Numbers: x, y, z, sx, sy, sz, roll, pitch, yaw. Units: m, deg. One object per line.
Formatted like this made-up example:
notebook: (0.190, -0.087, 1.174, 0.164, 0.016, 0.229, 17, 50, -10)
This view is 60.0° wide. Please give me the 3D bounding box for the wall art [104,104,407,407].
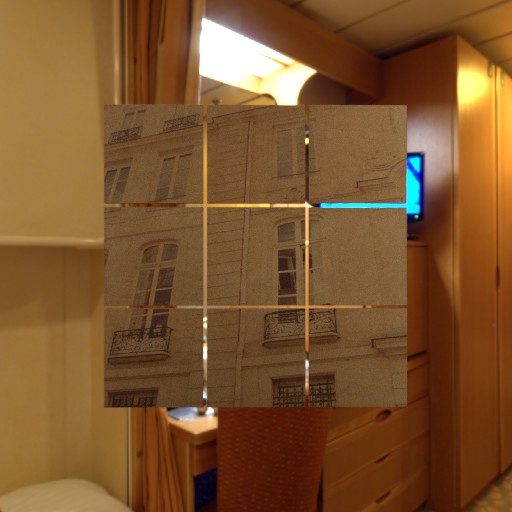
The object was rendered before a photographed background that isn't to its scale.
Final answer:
wall art: (0.000, 0.000, 1.347, 0.915, 0.913, 0.018, 0, 0, -1)
